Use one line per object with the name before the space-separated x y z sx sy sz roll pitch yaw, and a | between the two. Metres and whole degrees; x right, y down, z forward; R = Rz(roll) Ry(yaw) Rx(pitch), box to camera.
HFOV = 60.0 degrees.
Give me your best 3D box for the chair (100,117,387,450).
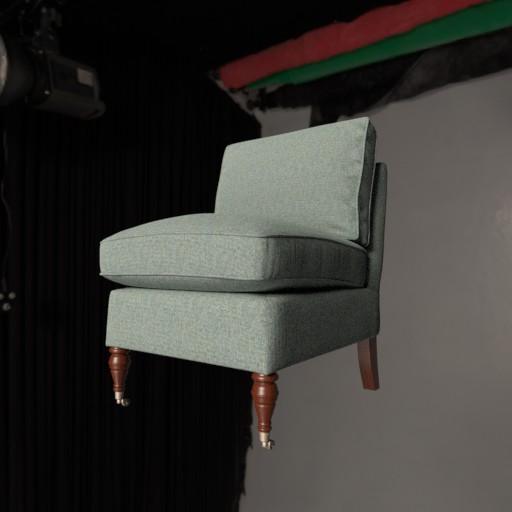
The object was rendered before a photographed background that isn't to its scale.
chair | 0.000 0.000 1.426 0.624 0.901 0.796 -1 -1 36
